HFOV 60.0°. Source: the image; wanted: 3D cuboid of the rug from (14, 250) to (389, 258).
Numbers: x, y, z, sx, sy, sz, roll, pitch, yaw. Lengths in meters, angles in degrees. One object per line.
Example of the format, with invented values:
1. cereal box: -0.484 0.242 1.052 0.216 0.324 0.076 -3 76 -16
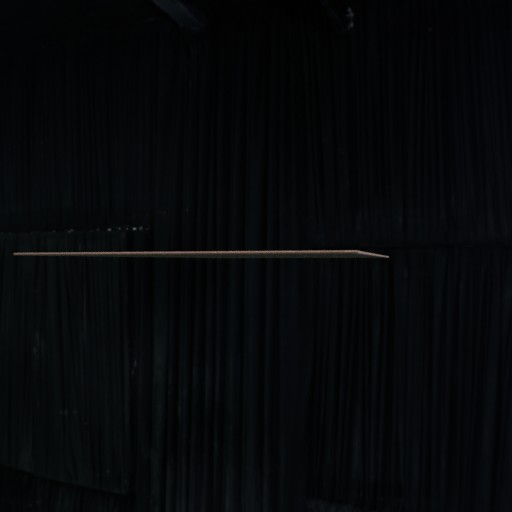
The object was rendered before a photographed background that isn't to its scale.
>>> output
1. rug: 0.000 0.000 2.819 1.524 0.011 2.286 0 -1 19
